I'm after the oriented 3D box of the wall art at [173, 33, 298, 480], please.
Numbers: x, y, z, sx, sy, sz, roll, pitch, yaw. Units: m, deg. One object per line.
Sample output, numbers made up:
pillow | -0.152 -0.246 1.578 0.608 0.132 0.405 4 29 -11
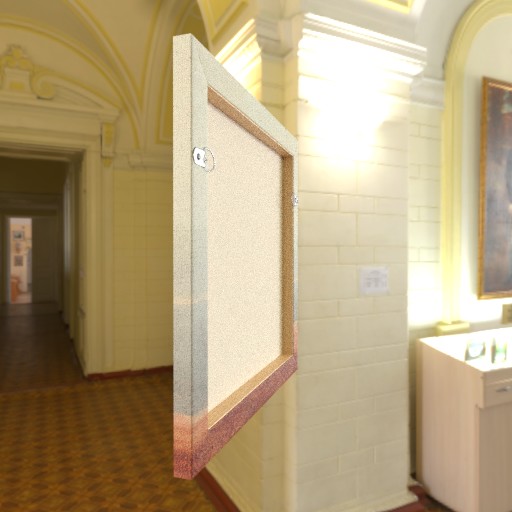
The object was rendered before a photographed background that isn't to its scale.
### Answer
wall art | 0.000 0.000 0.596 0.023 0.405 0.405 0 1 19
